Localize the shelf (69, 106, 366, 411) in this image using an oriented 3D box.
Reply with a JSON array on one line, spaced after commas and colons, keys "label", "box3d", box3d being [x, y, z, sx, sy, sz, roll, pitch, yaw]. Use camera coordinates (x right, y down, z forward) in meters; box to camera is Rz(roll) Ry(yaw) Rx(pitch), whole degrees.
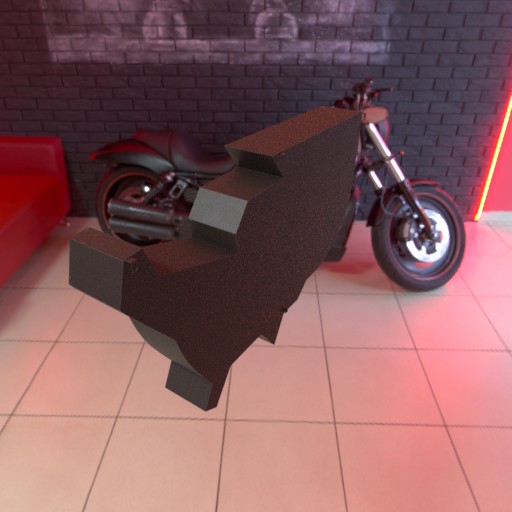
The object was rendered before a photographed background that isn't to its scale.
[{"label": "shelf", "box3d": [0.000, 0.000, 0.888, 0.112, 0.439, 0.729, 19, 36, 29]}]
